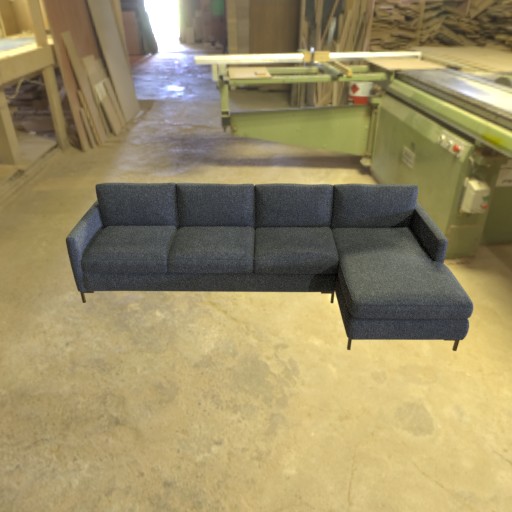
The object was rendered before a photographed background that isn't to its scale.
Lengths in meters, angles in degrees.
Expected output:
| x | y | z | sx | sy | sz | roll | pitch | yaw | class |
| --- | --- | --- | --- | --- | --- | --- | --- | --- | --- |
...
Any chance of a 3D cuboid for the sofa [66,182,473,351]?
| x | y | z | sx | sy | sz | roll | pitch | yaw | class |
| --- | --- | --- | --- | --- | --- | --- | --- | --- | --- |
| 0.000 | 0.000 | 3.505 | 2.932 | 0.810 | 1.350 | 0 | 30 | 1 | sofa |
